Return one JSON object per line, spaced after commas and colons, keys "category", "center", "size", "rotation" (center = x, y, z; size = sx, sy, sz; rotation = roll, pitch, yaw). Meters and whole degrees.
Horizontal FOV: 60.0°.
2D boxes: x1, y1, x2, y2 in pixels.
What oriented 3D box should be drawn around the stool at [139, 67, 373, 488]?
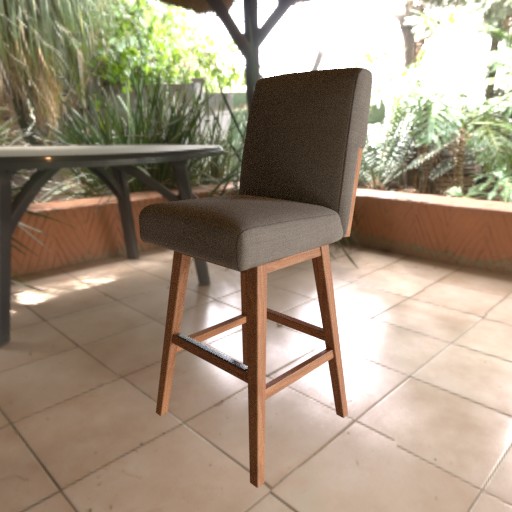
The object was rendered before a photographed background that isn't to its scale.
{"category": "stool", "center": [0.000, 0.000, 1.376], "size": [0.483, 1.112, 0.570], "rotation": [15, 21, 42]}
